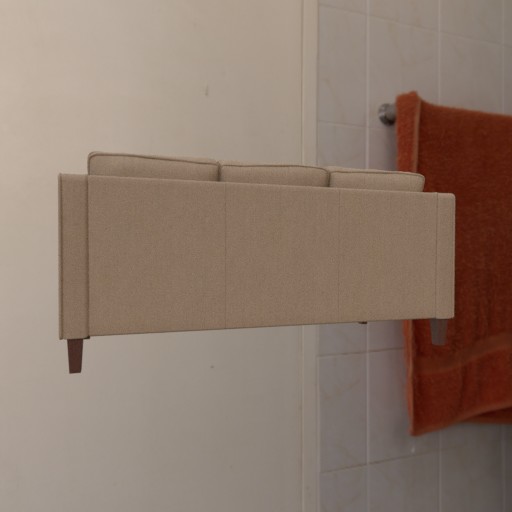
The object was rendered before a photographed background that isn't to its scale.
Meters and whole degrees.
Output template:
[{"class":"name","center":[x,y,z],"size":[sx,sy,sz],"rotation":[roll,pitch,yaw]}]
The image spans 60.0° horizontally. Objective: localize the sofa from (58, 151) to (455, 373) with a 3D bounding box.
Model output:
[{"class":"sofa","center":[0.000,0.000,2.532],"size":[1.986,0.974,0.911],"rotation":[0,0,-18]}]
